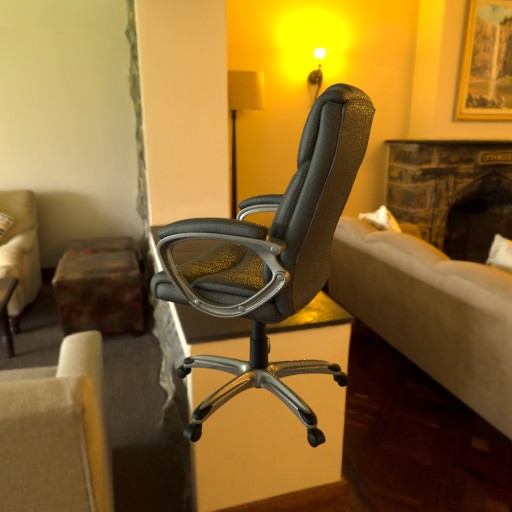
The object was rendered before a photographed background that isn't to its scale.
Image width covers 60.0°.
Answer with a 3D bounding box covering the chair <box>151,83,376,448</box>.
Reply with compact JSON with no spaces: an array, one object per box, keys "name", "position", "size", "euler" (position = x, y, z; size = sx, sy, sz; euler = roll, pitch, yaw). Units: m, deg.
[{"name":"chair","position":[0.000,0.000,1.599],"size":[0.719,1.130,0.721],"euler":[7,17,23]}]
